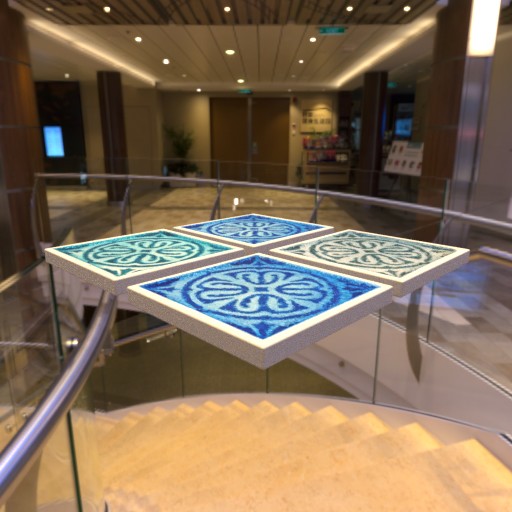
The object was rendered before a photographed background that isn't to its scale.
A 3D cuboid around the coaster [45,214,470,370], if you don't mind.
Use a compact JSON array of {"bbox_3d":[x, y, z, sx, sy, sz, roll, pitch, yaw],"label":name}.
[{"bbox_3d":[0.000,0.000,0.319,0.219,0.010,0.214,14,21,43],"label":"coaster"}]
